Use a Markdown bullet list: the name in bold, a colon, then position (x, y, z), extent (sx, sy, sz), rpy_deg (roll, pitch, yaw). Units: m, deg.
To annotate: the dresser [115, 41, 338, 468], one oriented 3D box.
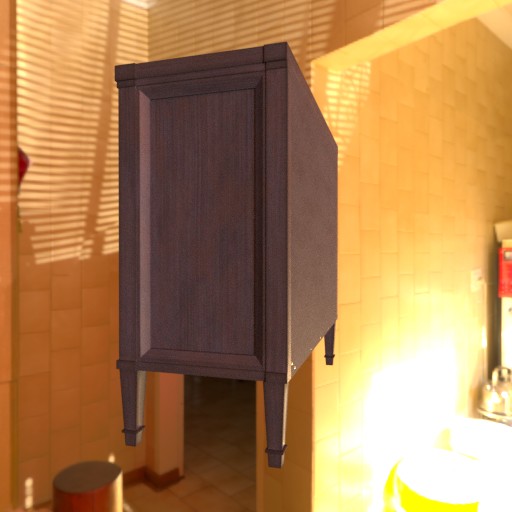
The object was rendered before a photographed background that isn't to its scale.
- **dresser**: position (0.000, 0.000, 1.581), extent (0.463, 0.986, 1.049), rpy_deg (0, 1, 17)
